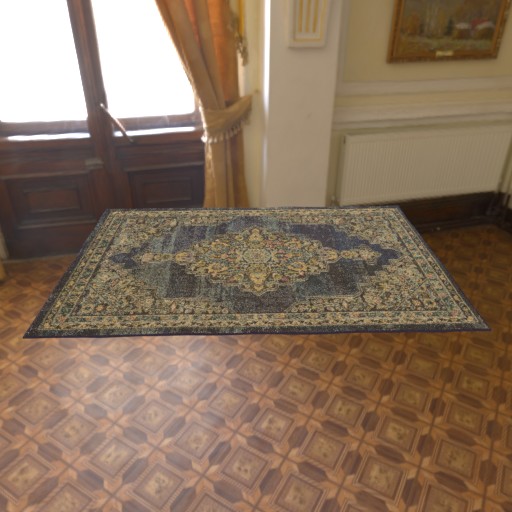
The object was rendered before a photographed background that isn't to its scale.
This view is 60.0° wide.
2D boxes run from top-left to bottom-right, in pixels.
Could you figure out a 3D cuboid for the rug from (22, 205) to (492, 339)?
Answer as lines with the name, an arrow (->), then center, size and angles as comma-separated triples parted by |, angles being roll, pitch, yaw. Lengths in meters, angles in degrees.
rug -> 0.000, 0.000, 2.183 | 1.781, 0.012, 1.184 | -1, 30, -1
